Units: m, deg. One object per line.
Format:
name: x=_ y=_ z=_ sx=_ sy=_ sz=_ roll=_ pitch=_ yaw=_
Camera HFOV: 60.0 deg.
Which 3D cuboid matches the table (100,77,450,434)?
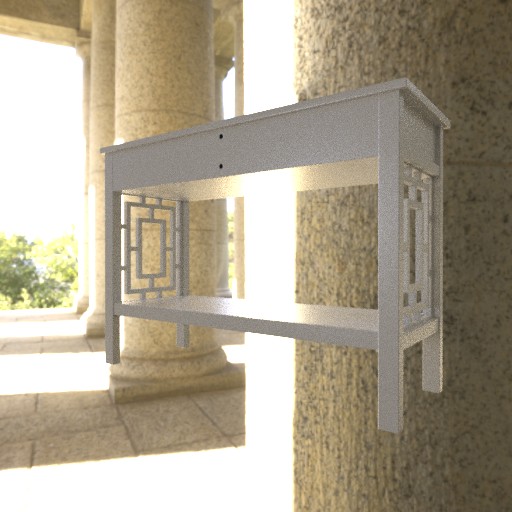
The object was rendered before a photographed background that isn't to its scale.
table: x=0.000 y=0.000 z=1.401 sx=1.068 sy=0.753 sz=0.397 roll=0 pitch=1 yaw=36
